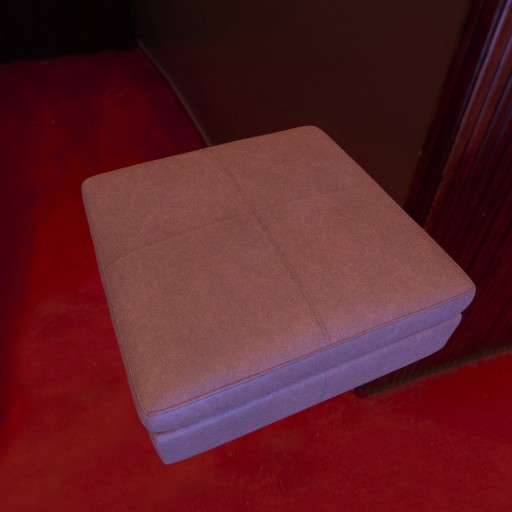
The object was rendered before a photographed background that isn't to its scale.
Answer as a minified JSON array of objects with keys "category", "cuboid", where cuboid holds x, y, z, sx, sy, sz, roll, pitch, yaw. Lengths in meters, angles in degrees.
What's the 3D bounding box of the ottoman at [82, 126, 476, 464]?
[{"category":"ottoman","cuboid":[0.000,0.000,1.781,1.168,0.490,1.168,-17,49,-16]}]
